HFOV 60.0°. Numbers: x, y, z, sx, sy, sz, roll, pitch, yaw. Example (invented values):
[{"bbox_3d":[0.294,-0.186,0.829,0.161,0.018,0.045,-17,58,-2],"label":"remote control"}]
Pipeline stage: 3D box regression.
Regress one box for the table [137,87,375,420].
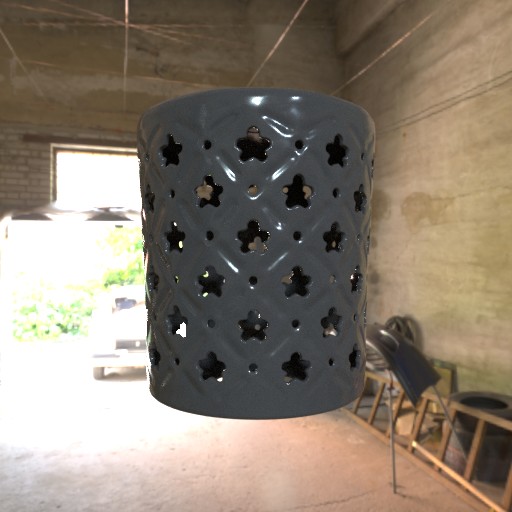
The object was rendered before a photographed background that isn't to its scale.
[{"bbox_3d":[0.000,0.000,0.669,0.352,0.387,0.352,0,-1,0],"label":"table"}]
